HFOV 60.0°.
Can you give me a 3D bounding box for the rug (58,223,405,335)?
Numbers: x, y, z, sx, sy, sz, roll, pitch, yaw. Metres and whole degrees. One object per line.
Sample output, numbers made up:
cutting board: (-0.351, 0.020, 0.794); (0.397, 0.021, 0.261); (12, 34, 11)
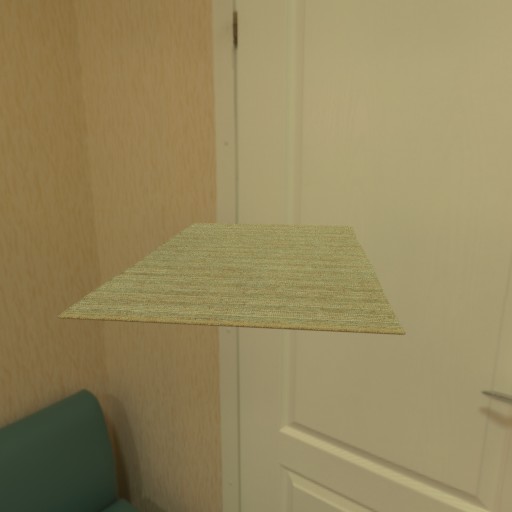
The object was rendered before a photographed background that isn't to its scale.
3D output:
rug: (0.000, 0.000, 3.091); (1.540, 0.012, 2.448); (2, 14, 7)
